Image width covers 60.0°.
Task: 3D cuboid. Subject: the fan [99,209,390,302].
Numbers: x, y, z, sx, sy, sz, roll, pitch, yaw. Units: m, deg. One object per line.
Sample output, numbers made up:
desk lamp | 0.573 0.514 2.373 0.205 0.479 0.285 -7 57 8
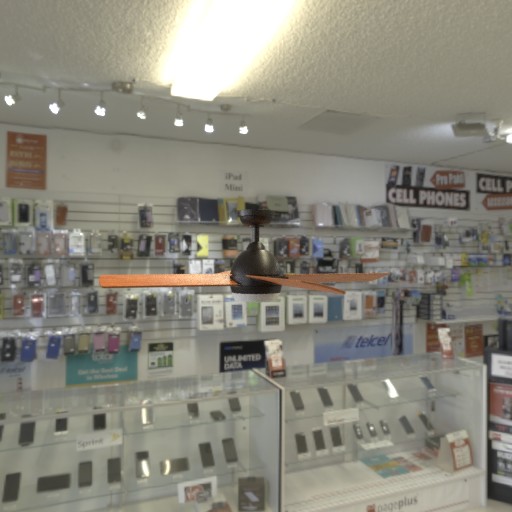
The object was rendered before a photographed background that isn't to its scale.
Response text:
fan | 0.000 0.000 1.994 1.332 0.403 1.332 0 0 -19
